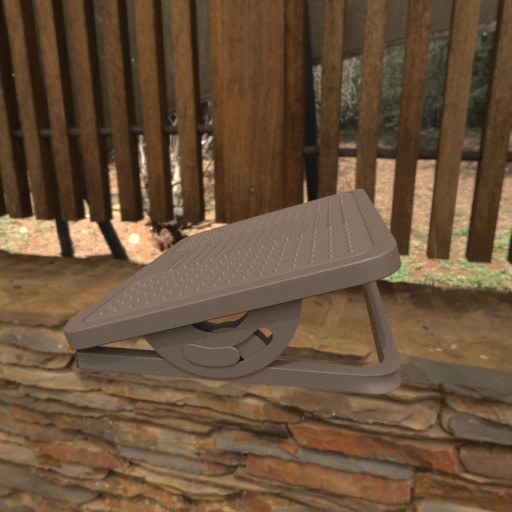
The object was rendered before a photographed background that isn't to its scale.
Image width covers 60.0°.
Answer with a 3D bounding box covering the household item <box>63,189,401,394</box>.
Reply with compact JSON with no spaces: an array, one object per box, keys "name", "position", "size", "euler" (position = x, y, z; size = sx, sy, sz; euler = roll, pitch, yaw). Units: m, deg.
[{"name":"household item","position":[0.000,0.000,0.537],"size":[0.301,0.126,0.390],"euler":[2,16,9]}]
